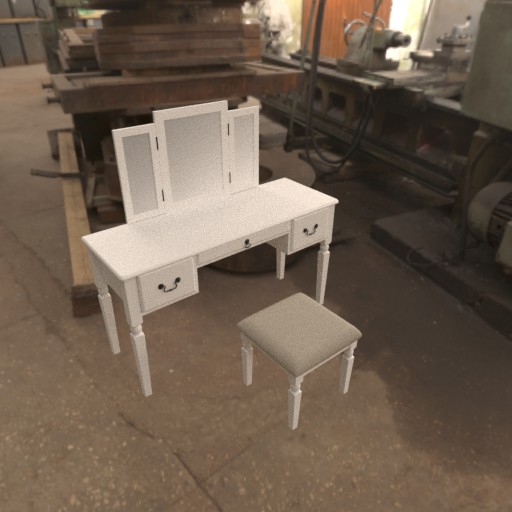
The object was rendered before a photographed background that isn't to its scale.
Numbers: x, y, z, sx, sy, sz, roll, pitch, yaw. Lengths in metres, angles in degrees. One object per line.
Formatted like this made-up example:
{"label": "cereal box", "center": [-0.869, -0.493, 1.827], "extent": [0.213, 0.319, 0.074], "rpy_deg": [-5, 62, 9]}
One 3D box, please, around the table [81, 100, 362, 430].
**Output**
{"label": "table", "center": [0.000, 0.000, 2.262], "extent": [1.369, 1.310, 1.115], "rpy_deg": [-22, 37, -32]}
